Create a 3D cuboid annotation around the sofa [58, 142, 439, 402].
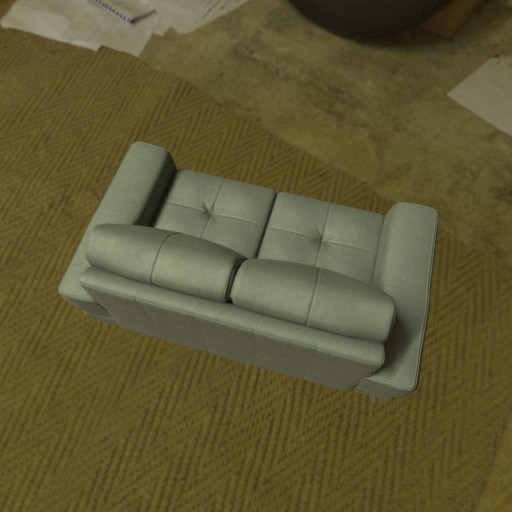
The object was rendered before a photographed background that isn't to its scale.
[{"bbox_3d":[0.000,0.000,2.352,1.806,0.907,1.018,14,64,7],"label":"sofa"}]
